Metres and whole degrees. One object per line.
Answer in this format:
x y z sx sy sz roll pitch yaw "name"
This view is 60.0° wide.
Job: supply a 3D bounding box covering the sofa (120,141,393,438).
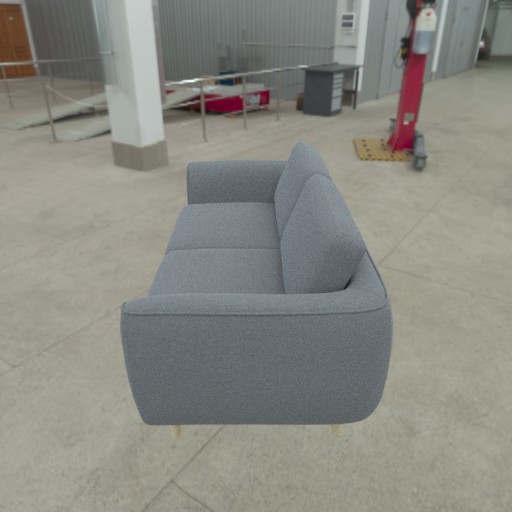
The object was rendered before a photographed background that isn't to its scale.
0.000 0.000 2.140 0.920 0.850 1.700 0 27 0 "sofa"
